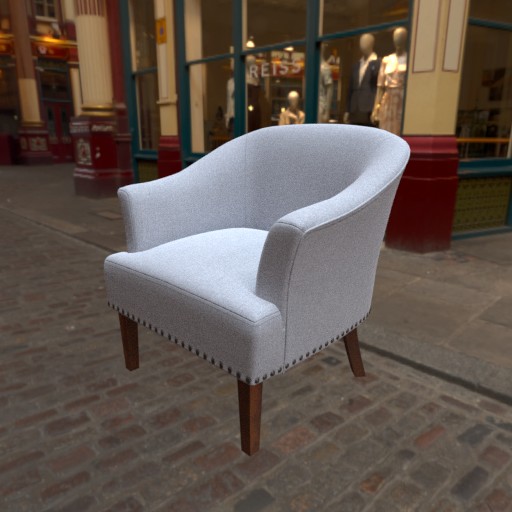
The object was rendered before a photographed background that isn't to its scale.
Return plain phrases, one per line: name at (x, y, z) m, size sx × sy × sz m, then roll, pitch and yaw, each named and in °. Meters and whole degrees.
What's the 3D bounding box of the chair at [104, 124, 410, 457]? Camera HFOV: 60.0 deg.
chair at (0.000, 0.000, 1.419) m, size 0.798 × 0.815 × 0.704 m, roll 15°, pitch 22°, yaw 42°
